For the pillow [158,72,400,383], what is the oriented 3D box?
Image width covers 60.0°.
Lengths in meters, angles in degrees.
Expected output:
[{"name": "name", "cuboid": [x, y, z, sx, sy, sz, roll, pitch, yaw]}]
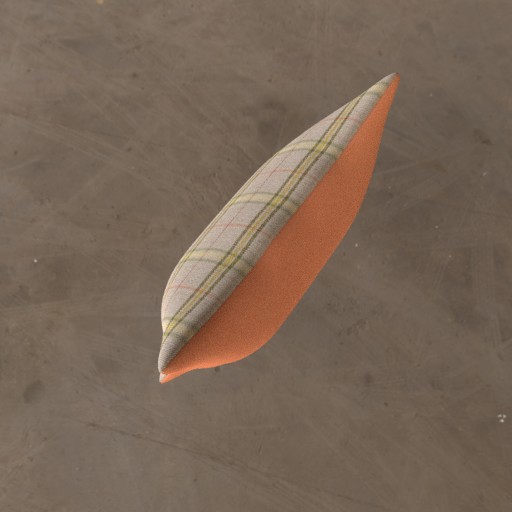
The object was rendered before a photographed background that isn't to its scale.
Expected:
[{"name": "pillow", "cuboid": [0.000, 0.000, 0.676, 0.200, 0.430, 0.453, 32, 68, 15]}]
